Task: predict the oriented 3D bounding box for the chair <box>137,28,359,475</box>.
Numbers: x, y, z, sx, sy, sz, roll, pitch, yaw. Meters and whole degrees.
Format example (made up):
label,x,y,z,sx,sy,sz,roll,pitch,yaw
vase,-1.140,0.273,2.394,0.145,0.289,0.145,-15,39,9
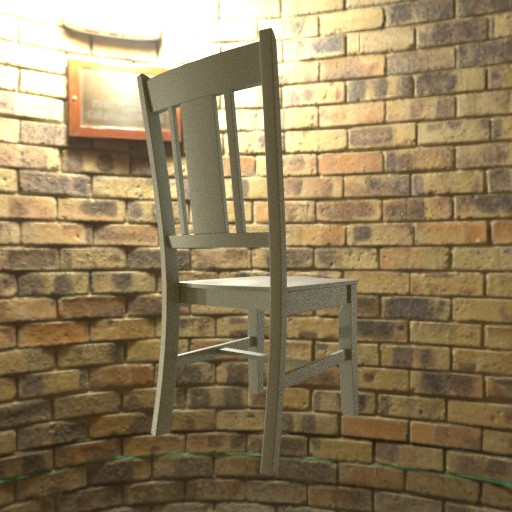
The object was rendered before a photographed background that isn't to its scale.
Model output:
label,x,y,z,sx,sy,sz,roll,pitch,yaw
chair,0.000,0.000,1.302,0.450,0.998,0.555,0,0,36
